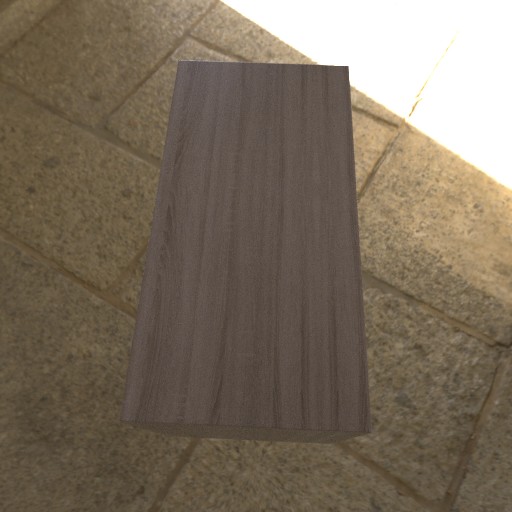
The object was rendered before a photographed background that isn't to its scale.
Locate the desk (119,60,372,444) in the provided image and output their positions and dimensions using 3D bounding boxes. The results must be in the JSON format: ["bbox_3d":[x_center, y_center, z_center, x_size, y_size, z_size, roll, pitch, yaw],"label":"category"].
[{"bbox_3d":[0.000,0.000,1.838,0.690,0.745,1.380,2,65,1],"label":"desk"}]
